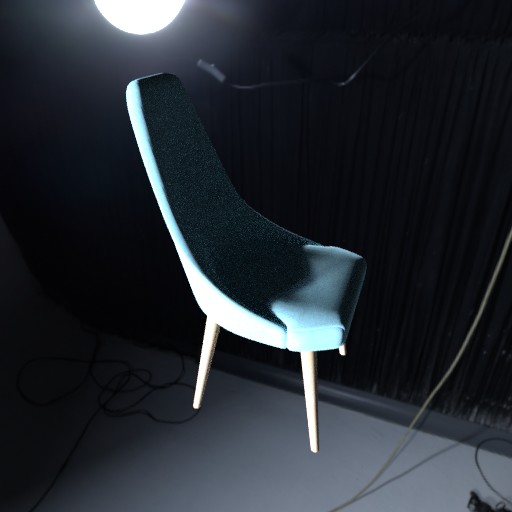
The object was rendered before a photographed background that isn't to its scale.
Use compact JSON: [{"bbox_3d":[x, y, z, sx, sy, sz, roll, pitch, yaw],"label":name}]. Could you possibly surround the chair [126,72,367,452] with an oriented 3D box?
[{"bbox_3d":[0.000,0.000,1.406,0.660,1.040,0.510,11,32,18],"label":"chair"}]
